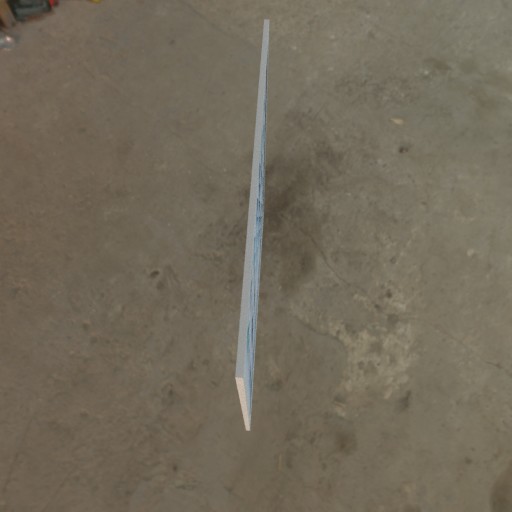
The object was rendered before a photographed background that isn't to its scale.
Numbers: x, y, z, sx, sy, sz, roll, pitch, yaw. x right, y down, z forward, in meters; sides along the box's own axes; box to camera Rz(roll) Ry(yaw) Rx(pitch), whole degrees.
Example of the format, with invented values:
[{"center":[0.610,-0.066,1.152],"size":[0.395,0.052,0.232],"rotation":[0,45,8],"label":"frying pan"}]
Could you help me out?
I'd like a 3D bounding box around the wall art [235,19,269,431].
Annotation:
[{"center":[0.000,0.000,1.197],"size":[0.012,0.809,0.809],"rotation":[3,63,2],"label":"wall art"}]
